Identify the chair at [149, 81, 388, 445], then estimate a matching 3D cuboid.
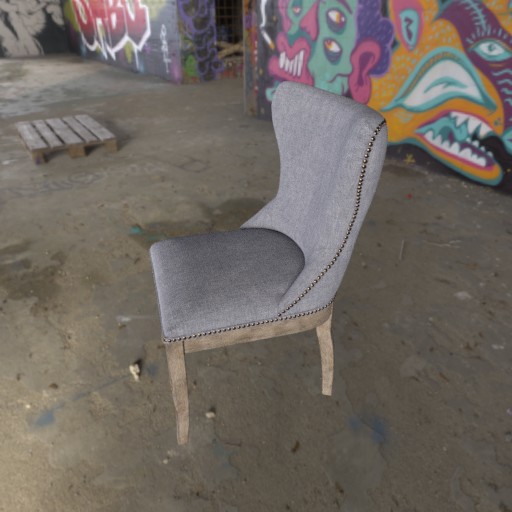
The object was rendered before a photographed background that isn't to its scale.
[{"bbox_3d":[0.000,0.000,1.477,0.681,1.002,0.654,-8,31,-14],"label":"chair"}]
